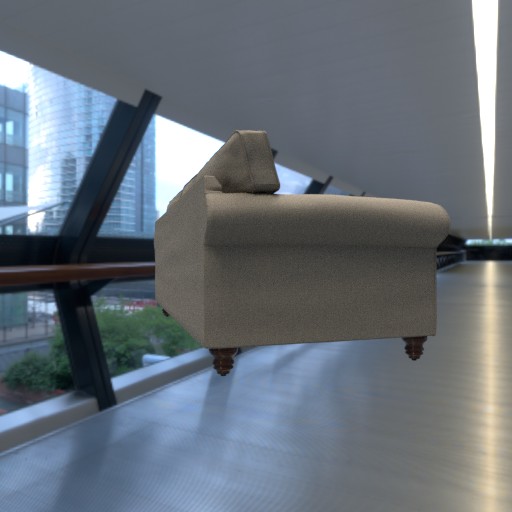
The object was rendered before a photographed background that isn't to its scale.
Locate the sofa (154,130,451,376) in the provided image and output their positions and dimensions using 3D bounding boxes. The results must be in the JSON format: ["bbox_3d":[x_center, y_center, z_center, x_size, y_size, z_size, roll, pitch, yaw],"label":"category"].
[{"bbox_3d":[0.000,0.000,2.596,0.998,0.889,2.118,0,-1,-18],"label":"sofa"}]
